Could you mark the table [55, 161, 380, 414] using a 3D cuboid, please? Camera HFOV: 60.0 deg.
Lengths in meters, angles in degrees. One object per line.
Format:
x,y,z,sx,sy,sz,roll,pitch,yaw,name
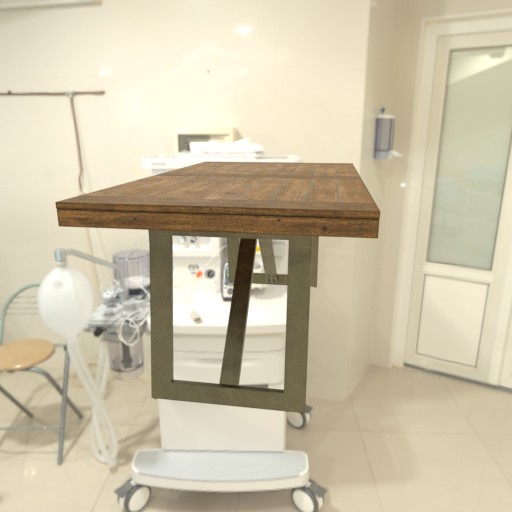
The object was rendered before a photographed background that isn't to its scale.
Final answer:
0.000,0.000,2.119,0.931,0.757,1.641,3,16,9,table
